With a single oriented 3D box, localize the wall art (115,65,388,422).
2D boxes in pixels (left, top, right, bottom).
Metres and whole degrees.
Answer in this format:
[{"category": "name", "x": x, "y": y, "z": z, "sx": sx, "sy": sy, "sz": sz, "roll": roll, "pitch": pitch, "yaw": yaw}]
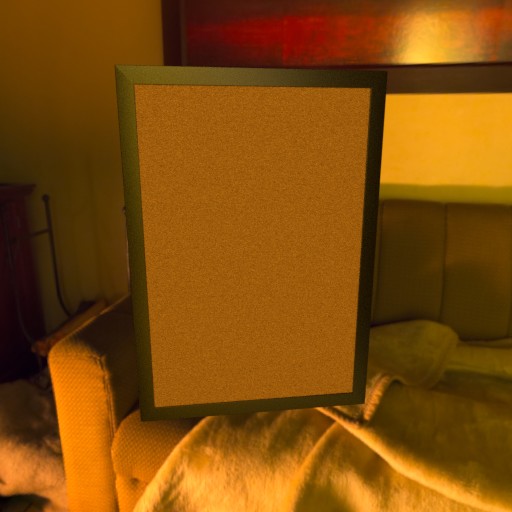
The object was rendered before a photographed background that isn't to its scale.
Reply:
[{"category": "wall art", "x": 0.000, "y": 0.000, "z": 0.549, "sx": 0.304, "sy": 0.432, "sz": 0.013, "roll": -2, "pitch": 15, "yaw": -8}]
